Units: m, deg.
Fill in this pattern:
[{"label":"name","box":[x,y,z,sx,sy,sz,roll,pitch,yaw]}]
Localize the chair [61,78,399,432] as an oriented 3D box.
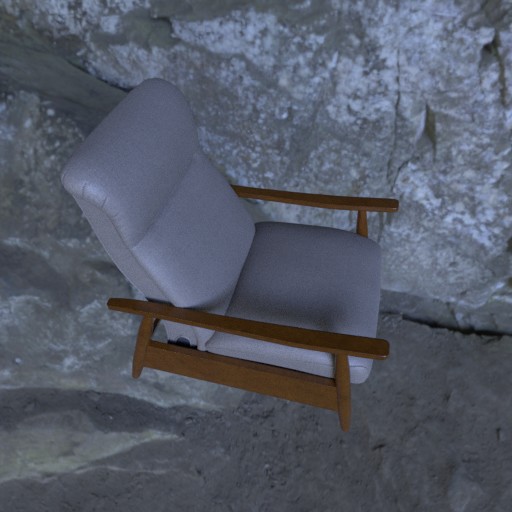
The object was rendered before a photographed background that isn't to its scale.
[{"label":"chair","box":[0.000,0.000,1.737,1.032,1.082,0.762,11,48,10]}]
